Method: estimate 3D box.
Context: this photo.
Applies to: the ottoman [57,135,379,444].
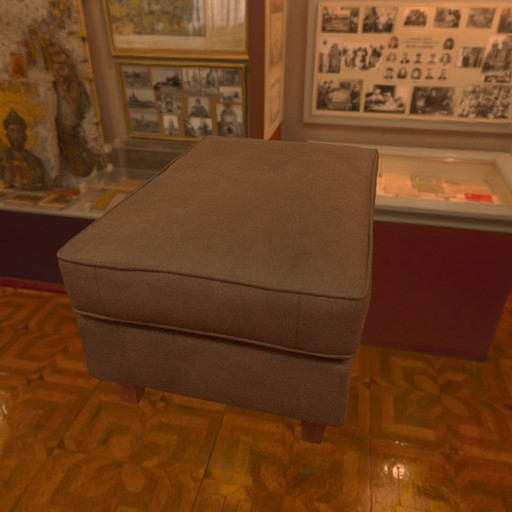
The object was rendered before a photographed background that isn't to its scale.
[{"bbox_3d":[0.000,0.000,1.208,0.596,0.481,0.860,7,31,12],"label":"ottoman"}]
